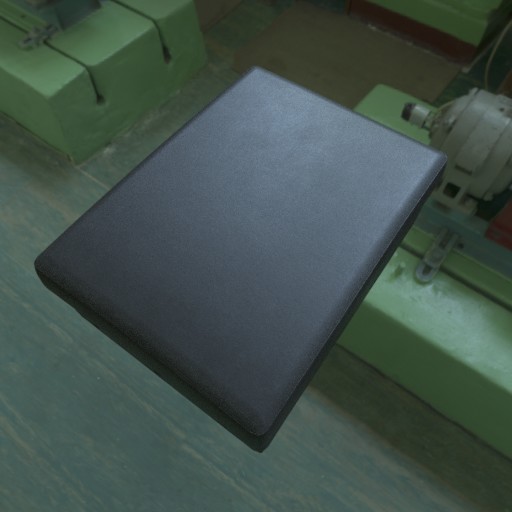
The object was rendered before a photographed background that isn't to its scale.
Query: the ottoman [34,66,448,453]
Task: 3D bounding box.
[{"bbox_3d":[0.000,0.000,1.162,0.590,0.498,0.795,32,64,17],"label":"ottoman"}]
